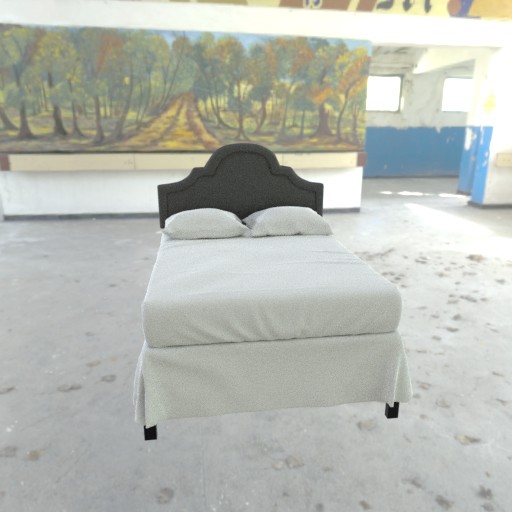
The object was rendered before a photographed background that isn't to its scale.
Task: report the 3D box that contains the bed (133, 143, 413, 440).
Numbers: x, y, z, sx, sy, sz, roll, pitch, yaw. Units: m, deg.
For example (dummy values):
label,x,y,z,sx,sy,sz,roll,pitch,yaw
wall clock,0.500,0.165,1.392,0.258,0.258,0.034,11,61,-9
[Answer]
label,x,y,z,sx,sy,sz,roll,pitch,yaw
bed,0.000,0.000,3.435,1.780,1.634,2.222,-2,16,-7
